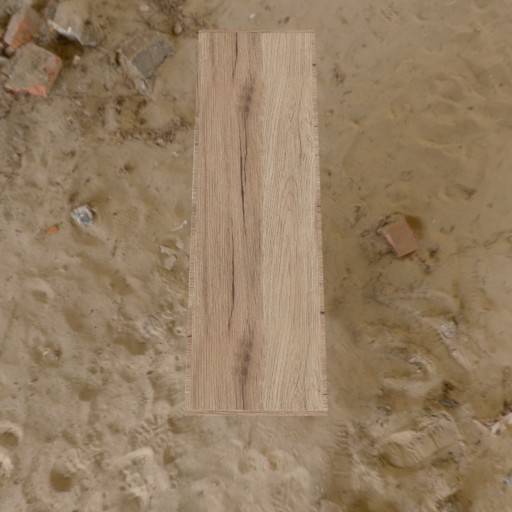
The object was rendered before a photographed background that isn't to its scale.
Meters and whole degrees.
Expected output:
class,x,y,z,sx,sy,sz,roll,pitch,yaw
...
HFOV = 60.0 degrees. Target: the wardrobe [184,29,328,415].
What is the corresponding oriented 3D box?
class,x,y,z,sx,sy,sz,roll,pitch,yaw
wardrobe,0.000,0.000,2.989,0.580,2.070,1.810,0,76,0
